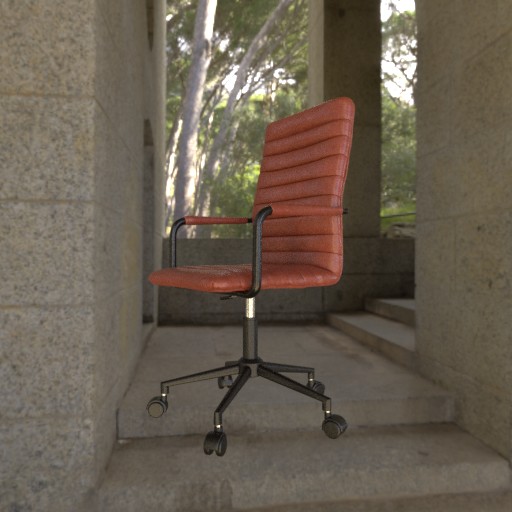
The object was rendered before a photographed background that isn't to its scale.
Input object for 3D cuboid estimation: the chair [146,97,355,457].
[{"bbox_3d":[0.000,0.000,1.380,0.580,0.979,0.608,0,0,-37],"label":"chair"}]
